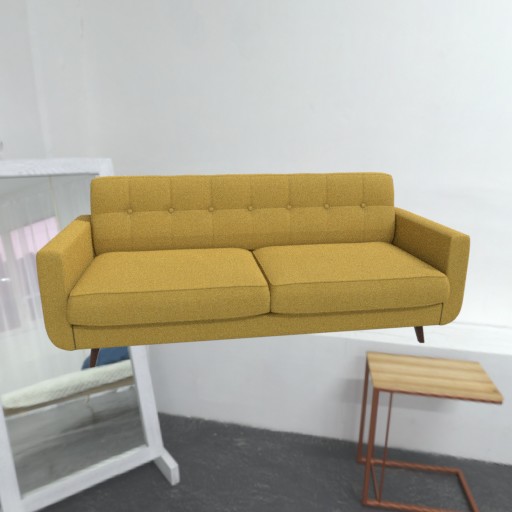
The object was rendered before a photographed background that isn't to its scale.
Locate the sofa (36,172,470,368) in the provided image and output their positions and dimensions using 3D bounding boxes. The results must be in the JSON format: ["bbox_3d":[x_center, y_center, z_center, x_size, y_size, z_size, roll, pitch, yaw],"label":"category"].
[{"bbox_3d":[0.000,0.000,2.446,2.029,0.841,0.909,-2,16,-8],"label":"sofa"}]
